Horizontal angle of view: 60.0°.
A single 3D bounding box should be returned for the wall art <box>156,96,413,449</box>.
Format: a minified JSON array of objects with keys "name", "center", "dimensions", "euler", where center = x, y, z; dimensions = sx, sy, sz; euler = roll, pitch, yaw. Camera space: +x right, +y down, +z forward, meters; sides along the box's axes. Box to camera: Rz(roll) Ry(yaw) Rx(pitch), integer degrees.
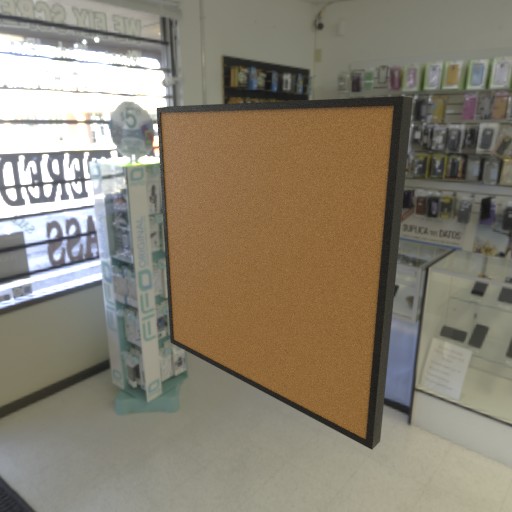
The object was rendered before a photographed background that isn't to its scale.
[{"name":"wall art","center":[0.000,0.000,1.168],"dimensions":[0.763,0.763,0.039],"euler":[15,22,41]}]
